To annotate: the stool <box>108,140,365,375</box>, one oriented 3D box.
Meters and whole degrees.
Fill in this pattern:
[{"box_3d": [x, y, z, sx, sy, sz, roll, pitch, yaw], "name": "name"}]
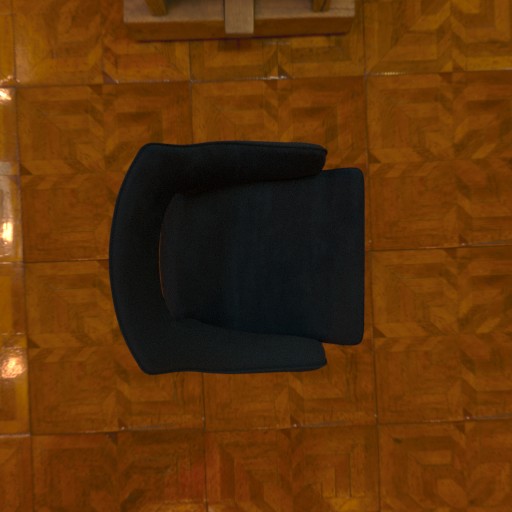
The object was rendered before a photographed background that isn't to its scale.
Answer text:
[{"box_3d": [0.000, 0.000, 1.275, 0.560, 0.940, 0.550, 0, 91, 0], "name": "stool"}]
